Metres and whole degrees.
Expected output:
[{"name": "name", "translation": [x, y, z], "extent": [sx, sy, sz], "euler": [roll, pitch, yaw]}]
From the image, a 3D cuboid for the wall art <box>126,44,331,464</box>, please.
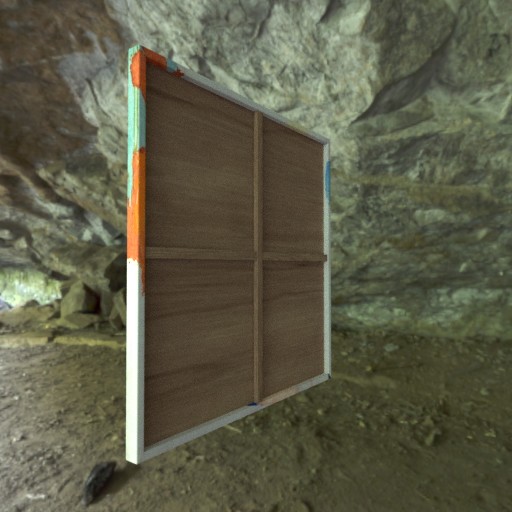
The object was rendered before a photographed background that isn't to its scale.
[{"name": "wall art", "translation": [0.000, 0.000, 1.491], "extent": [0.044, 1.017, 1.017], "euler": [-1, -2, 36]}]
